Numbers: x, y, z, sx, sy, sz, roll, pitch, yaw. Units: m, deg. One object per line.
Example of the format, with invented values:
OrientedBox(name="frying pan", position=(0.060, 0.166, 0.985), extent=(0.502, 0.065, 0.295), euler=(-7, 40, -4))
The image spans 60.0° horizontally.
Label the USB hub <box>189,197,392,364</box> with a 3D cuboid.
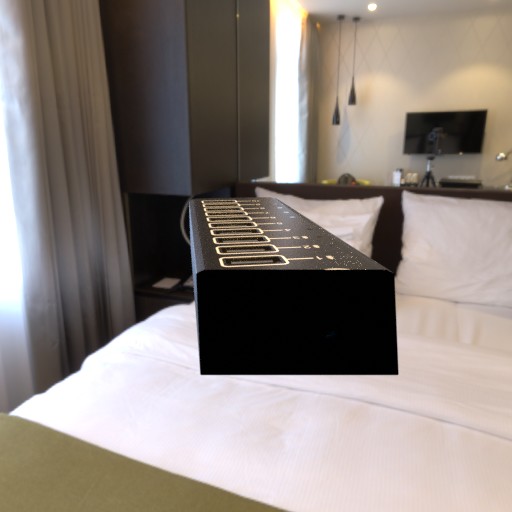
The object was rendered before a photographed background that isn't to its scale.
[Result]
OrientedBox(name="USB hub", position=(0.000, 0.000, 0.156), extent=(0.044, 0.023, 0.145), euler=(-2, 15, -9))
